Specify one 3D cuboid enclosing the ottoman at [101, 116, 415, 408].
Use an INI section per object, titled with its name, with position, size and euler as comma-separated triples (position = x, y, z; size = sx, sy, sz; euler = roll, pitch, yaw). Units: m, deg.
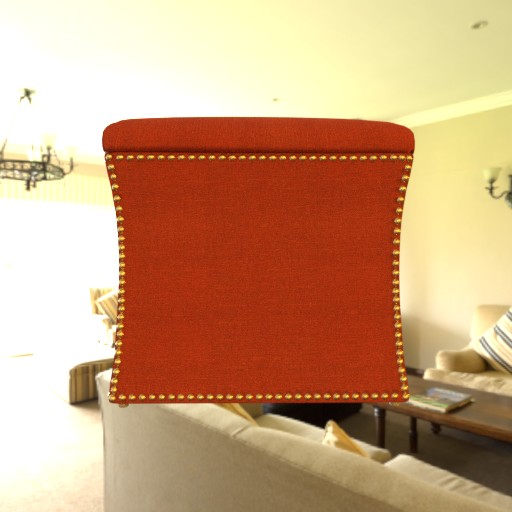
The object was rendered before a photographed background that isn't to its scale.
[ottoman]
position = 0.000, 0.000, 0.923
size = 0.507, 0.475, 0.497
euler = 0, 0, -1
